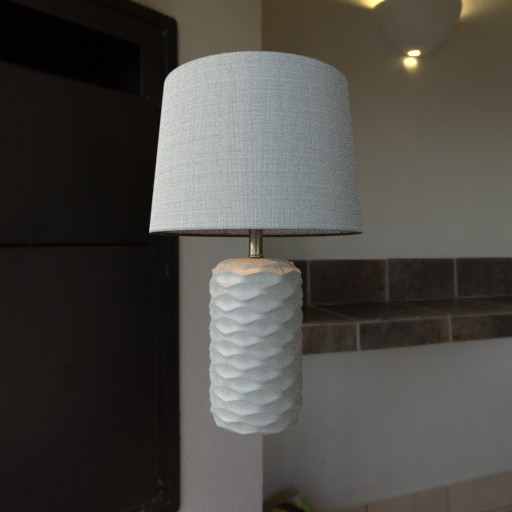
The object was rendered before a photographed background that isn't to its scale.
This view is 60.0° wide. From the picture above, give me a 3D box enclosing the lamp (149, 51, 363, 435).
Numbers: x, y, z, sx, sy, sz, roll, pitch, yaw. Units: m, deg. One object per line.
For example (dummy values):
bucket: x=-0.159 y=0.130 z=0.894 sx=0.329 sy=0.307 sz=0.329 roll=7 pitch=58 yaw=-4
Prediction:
lamp: x=0.000 y=0.000 z=0.803 sx=0.376 sy=0.594 sz=0.376 roll=0 pitch=1 yaw=0
